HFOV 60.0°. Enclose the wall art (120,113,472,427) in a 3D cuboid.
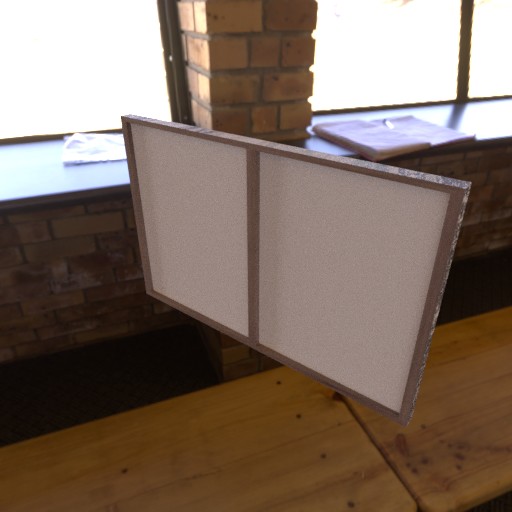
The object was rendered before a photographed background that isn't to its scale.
[{"bbox_3d":[0.000,0.000,1.152,0.919,0.598,0.038,21,36,32],"label":"wall art"}]
